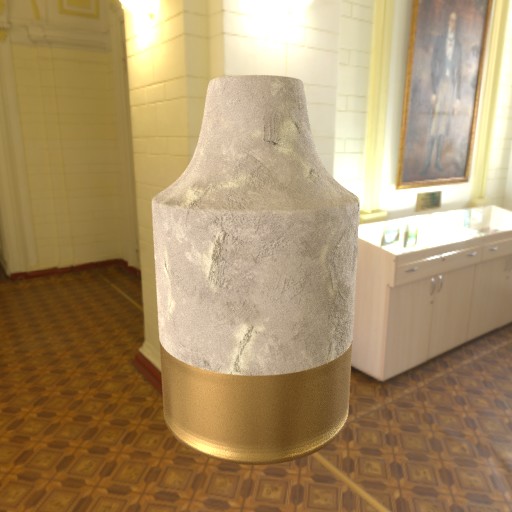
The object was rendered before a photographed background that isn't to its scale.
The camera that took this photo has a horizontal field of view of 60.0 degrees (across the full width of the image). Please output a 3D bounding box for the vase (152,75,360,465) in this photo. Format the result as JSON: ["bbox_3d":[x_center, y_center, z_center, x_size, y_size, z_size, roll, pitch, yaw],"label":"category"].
[{"bbox_3d":[0.000,0.000,0.413,0.184,0.305,0.184,0,14,0],"label":"vase"}]
